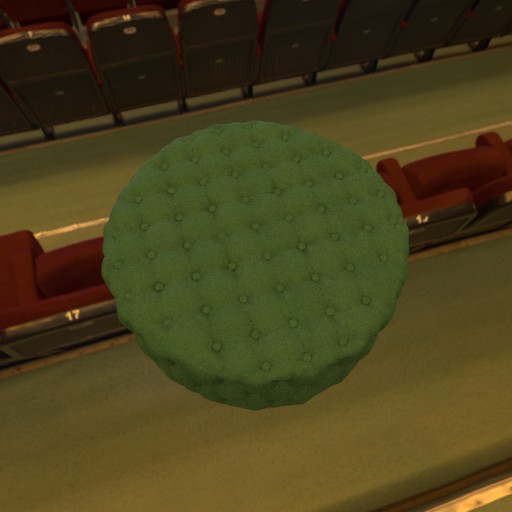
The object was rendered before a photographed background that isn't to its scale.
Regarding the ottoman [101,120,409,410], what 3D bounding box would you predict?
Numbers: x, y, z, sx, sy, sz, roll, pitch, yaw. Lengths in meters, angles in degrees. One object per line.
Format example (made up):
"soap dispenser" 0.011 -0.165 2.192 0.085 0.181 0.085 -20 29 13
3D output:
"ottoman" 0.000 0.000 1.561 0.998 0.399 0.998 0 59 0
